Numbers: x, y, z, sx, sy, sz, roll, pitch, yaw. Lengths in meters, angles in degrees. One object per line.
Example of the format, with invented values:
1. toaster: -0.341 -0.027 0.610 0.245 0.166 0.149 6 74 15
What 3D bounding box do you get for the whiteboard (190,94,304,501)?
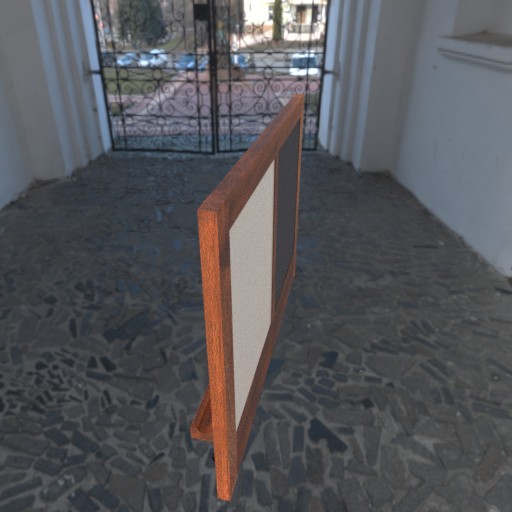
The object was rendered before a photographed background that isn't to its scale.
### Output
1. whiteboard: 0.000 0.000 0.972 0.083 0.553 0.768 6 30 11
